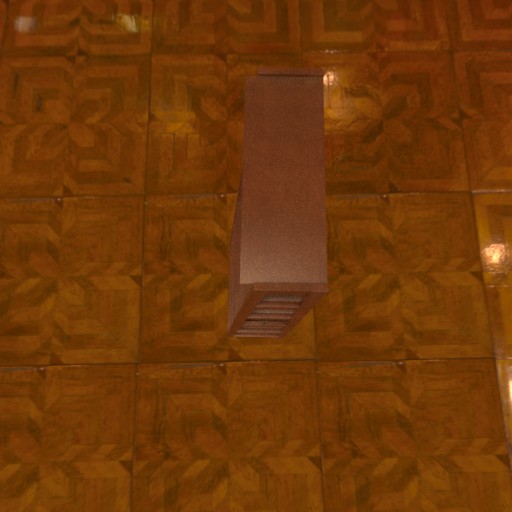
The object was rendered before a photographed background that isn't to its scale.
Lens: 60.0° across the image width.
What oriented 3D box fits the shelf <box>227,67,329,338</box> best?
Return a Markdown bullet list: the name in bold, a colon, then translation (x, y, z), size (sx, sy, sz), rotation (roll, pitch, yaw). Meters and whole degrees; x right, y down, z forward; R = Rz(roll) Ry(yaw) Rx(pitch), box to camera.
- **shelf**: translation (0.000, 0.000, 2.125), size (0.382, 1.892, 0.660), rotation (1, 76, 0)
